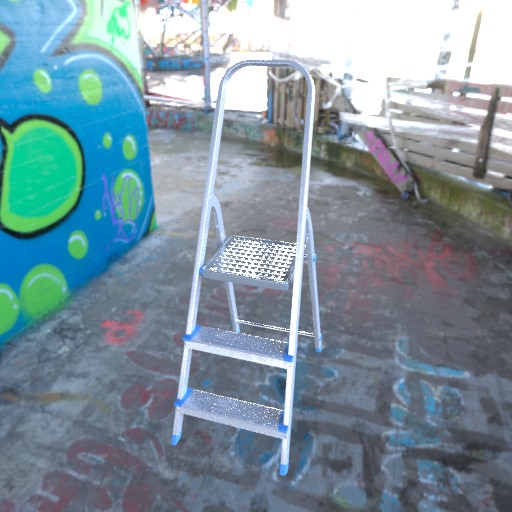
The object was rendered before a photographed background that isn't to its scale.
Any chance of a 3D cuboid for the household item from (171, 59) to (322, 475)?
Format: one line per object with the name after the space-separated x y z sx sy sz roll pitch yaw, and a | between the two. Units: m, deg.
0.000 0.000 1.513 0.420 1.215 0.687 8 29 15 | household item
